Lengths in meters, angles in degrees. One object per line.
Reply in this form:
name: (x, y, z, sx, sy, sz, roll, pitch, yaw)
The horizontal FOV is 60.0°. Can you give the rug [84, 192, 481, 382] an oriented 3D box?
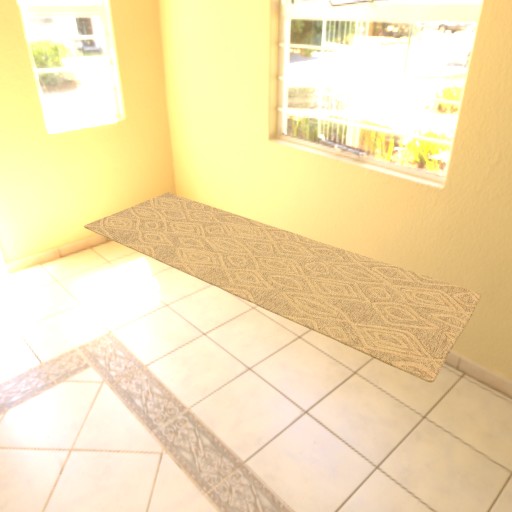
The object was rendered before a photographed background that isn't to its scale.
rug: (0.000, 0.000, 2.726, 2.436, 0.013, 0.807, 21, 36, 32)
